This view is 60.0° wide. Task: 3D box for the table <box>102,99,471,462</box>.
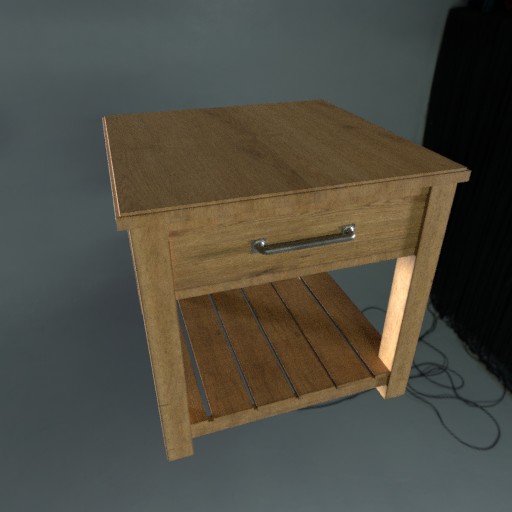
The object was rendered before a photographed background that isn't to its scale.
[{"bbox_3d":[0.000,0.000,1.105,0.616,0.593,0.612,-10,33,-16],"label":"table"}]
